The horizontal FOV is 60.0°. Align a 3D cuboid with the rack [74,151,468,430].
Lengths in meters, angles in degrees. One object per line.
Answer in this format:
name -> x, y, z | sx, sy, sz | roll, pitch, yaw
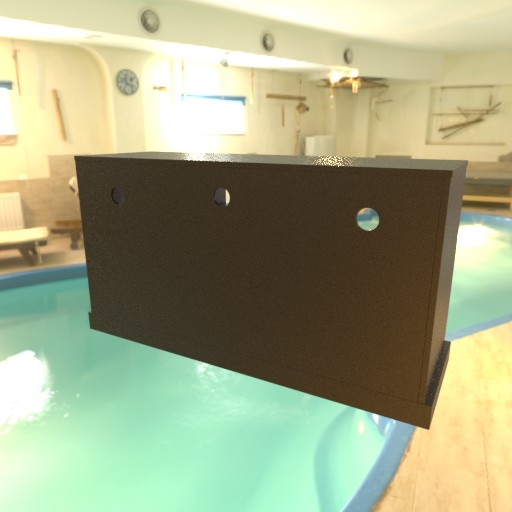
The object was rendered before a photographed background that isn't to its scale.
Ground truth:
rack -> 0.000, 0.000, 1.465 | 1.206, 0.635, 0.399 | 9, 18, 28
